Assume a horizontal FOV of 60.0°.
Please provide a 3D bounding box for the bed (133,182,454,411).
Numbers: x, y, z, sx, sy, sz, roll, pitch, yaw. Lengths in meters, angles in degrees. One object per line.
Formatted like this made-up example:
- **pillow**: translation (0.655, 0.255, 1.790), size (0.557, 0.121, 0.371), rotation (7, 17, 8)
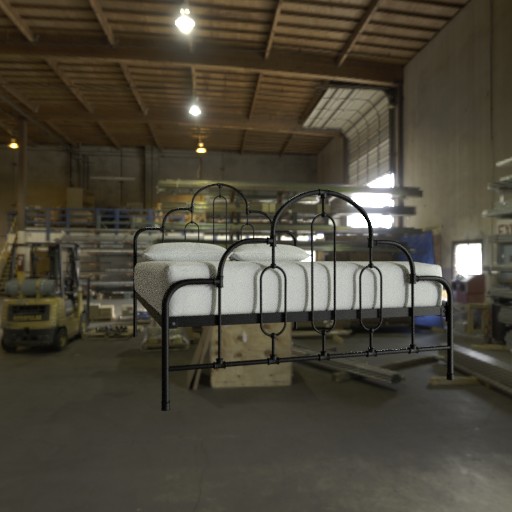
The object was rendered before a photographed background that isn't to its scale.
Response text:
- **bed**: translation (0.000, 0.000, 3.264), size (1.626, 1.444, 2.181), rotation (0, -1, -19)
